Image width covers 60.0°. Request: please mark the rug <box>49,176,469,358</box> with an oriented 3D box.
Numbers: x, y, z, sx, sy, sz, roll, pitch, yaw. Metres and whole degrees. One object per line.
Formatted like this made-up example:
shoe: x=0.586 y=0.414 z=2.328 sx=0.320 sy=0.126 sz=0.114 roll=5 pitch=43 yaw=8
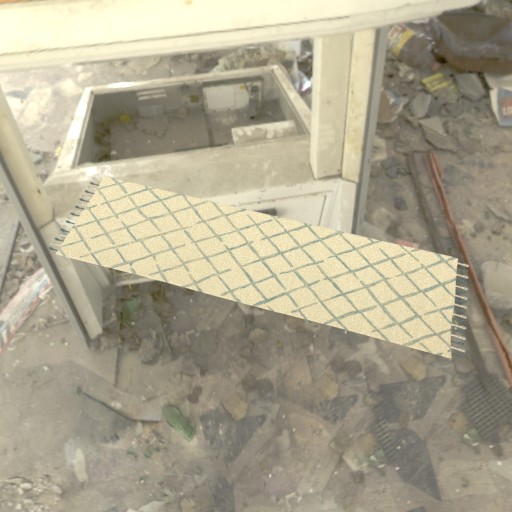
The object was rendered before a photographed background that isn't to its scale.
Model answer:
rug: x=0.000 y=0.000 z=2.564 sx=2.372 sy=0.008 sz=0.620 roll=14 pitch=59 yaw=8
